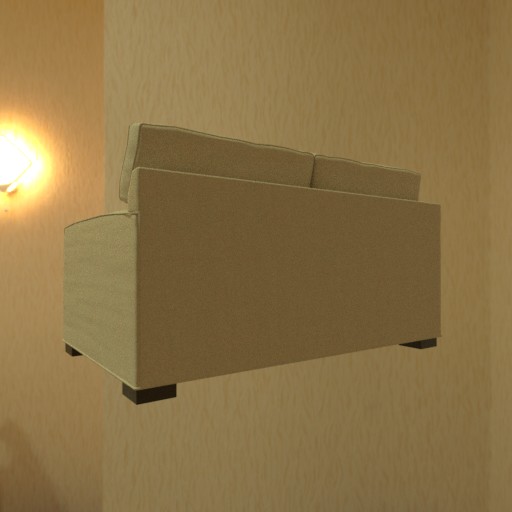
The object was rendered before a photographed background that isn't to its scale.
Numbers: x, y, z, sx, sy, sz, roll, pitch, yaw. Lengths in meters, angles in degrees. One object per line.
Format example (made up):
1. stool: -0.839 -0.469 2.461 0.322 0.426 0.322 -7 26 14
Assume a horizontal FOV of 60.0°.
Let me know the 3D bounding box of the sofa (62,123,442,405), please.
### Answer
1. sofa: 0.000 0.000 2.041 1.484 0.853 0.942 0 0 -35
